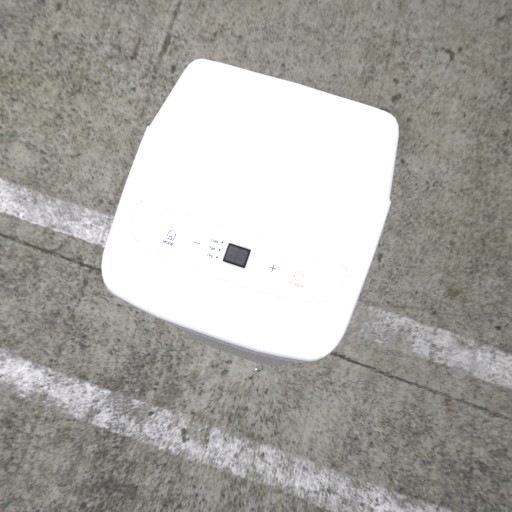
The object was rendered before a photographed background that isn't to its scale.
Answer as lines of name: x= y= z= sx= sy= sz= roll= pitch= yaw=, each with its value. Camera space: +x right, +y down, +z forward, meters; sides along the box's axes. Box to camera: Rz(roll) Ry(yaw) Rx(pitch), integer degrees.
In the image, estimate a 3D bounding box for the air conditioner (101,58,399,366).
air conditioner: x=0.000 y=0.000 z=0.804 sx=0.304 sy=0.606 sz=0.349 roll=18 pitch=76 yaw=5
